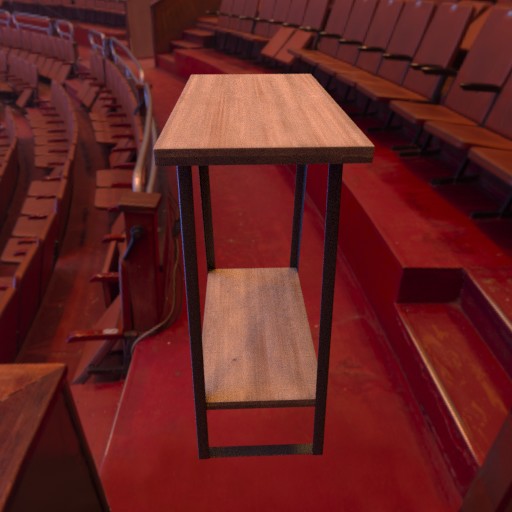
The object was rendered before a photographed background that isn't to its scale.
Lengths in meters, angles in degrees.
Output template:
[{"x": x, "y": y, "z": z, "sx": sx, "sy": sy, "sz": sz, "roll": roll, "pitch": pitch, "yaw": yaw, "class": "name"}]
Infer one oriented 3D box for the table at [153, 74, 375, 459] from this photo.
[{"x": 0.000, "y": 0.000, "z": 1.032, "sx": 0.300, "sy": 0.701, "sz": 0.599, "roll": -1, "pitch": 31, "yaw": -2, "class": "table"}]
